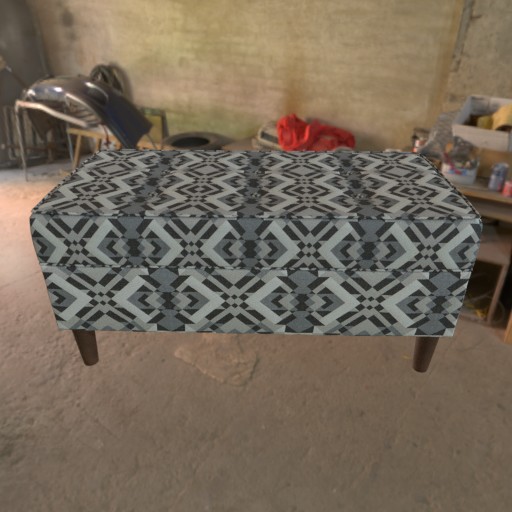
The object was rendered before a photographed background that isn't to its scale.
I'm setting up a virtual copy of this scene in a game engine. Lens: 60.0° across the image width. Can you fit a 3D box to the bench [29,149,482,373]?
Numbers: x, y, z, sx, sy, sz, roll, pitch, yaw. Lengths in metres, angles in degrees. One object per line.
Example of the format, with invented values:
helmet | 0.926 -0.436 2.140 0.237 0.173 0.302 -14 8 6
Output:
bench | 0.000 0.000 1.273 1.016 0.477 0.492 1 30 1
